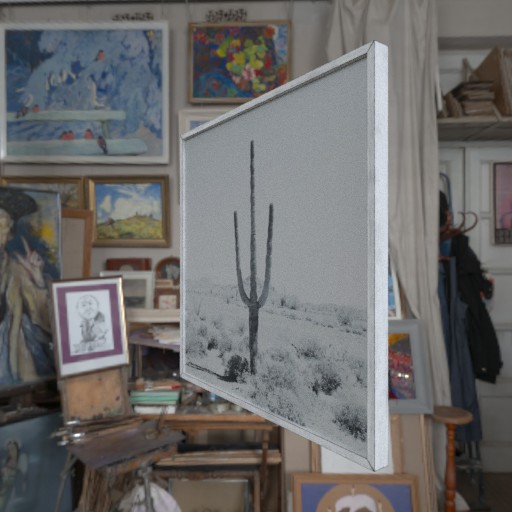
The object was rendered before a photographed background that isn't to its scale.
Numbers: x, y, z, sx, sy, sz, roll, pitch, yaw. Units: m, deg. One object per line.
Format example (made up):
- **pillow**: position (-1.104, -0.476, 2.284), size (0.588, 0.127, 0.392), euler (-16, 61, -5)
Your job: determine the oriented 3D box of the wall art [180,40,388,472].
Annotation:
- **wall art**: position (0.000, 0.000, 1.100), size (0.038, 0.762, 0.762), euler (0, 0, -36)
